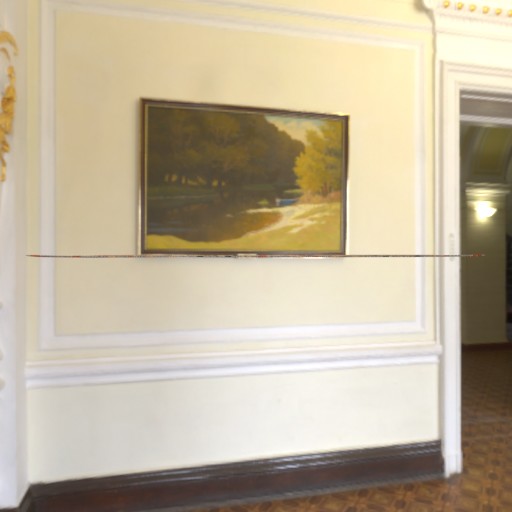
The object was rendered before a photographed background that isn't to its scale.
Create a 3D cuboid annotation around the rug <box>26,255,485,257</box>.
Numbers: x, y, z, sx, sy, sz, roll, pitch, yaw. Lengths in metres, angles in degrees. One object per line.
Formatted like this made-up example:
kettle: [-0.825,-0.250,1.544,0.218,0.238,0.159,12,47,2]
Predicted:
rug: [0.000,0.000,4.030,3.029,0.022,2.263,0,0,0]
